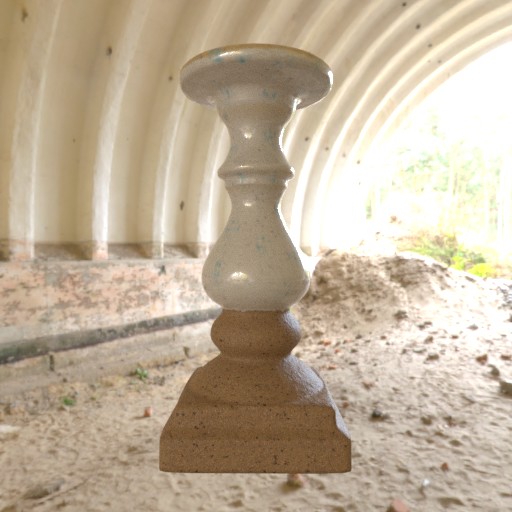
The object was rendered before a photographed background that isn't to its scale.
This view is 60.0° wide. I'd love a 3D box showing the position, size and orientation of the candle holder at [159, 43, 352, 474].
[{"bbox_3d":[0.000,0.000,0.298,0.110,0.239,0.110,0,0,0],"label":"candle holder"}]
